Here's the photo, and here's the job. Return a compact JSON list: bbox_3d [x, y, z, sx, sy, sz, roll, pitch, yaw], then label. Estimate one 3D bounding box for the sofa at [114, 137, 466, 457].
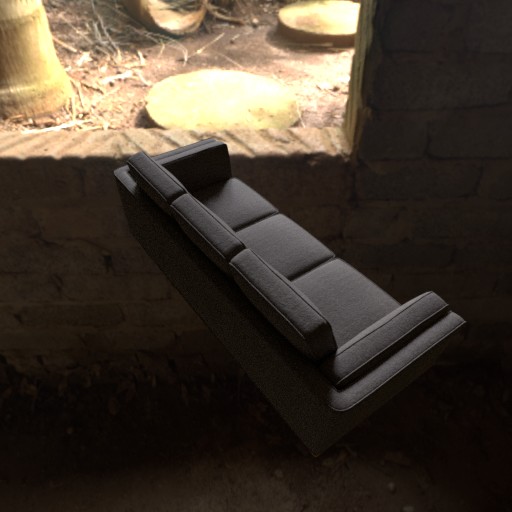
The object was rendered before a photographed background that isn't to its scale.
[{"bbox_3d":[0.000,0.000,2.834,0.903,0.899,2.362,-26,48,-26],"label":"sofa"}]
